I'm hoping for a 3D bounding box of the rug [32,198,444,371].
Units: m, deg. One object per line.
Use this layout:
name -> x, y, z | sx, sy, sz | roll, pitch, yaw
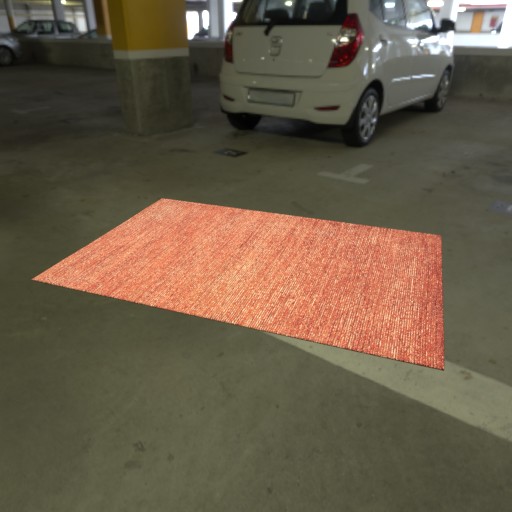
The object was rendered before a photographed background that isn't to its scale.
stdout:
rug -> 0.000, 0.000, 2.212 | 1.747, 0.011, 1.139 | 9, 29, 18
